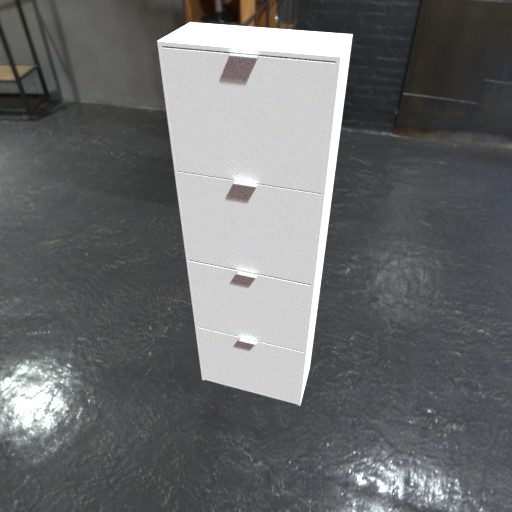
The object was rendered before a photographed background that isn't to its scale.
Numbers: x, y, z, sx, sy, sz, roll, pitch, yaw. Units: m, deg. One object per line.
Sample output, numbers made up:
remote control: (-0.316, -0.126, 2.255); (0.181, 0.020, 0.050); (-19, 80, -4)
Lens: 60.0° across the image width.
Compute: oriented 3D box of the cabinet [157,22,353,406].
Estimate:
cabinet: (0.000, 0.000, 1.796); (0.520, 1.630, 0.255); (11, 41, 13)
